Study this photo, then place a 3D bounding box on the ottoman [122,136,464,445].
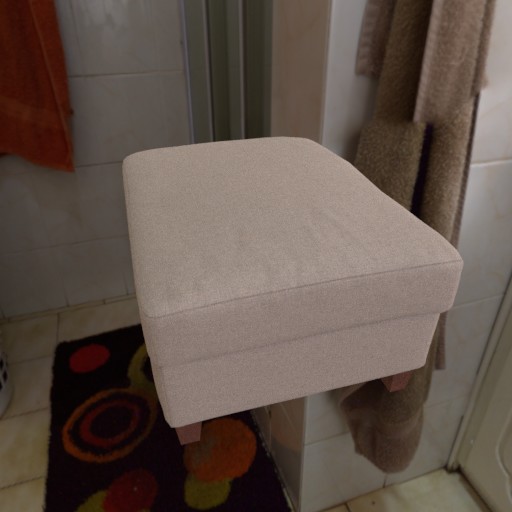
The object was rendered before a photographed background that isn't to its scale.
[{"bbox_3d":[0.000,0.000,1.316,0.692,0.511,0.902,-9,33,-14],"label":"ottoman"}]
